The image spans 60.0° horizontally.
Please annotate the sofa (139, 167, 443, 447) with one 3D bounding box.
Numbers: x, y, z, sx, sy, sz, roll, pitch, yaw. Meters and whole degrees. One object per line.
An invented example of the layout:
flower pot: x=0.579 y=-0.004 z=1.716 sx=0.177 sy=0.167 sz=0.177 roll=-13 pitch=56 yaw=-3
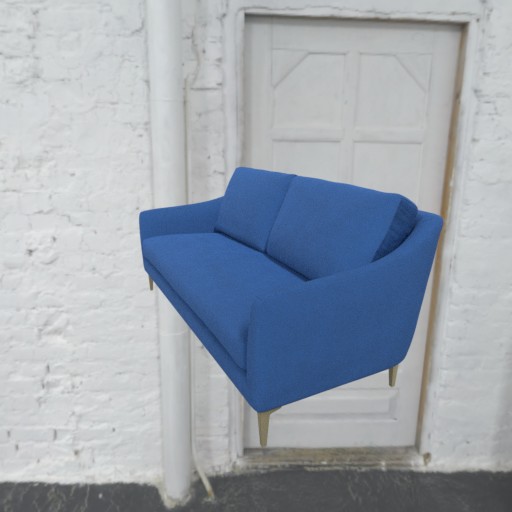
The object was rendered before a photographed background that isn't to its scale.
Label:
sofa: x=0.000 y=0.000 z=2.548 sx=0.960 sy=0.903 sz=2.036 roll=-7 pitch=17 yaw=-24
